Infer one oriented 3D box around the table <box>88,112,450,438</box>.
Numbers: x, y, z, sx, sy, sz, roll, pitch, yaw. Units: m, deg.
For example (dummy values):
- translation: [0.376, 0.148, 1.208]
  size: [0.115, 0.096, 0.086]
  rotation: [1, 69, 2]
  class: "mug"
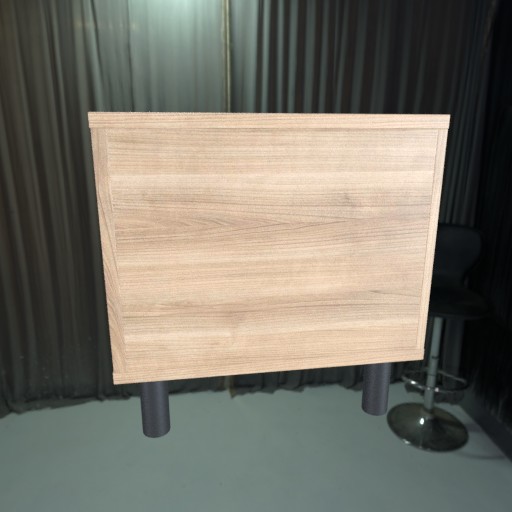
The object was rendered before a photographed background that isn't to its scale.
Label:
- translation: [0.000, 0.000, 0.777]
  size: [0.445, 0.460, 0.380]
  rotation: [-2, 16, -9]
  class: "table"
